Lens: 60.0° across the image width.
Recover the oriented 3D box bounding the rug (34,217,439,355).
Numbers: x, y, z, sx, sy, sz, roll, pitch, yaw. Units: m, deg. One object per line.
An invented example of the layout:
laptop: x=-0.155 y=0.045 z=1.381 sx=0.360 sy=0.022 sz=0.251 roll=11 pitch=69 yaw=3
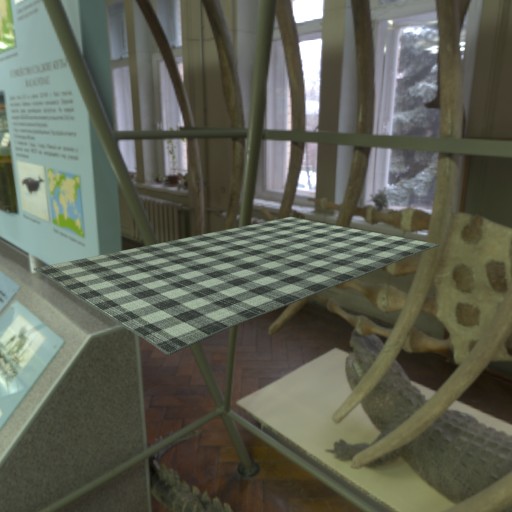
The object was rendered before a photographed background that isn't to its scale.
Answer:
rug: x=0.000 y=0.000 z=3.128 sx=2.476 sy=0.011 sz=1.554 roll=-15 pitch=22 yaw=-42
